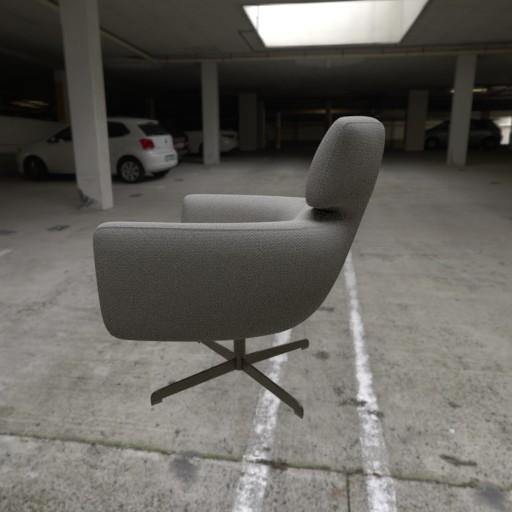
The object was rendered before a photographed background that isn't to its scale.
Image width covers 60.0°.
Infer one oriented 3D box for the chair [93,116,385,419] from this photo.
[{"bbox_3d":[0.000,0.000,1.387,0.730,0.810,0.760,2,14,8],"label":"chair"}]
